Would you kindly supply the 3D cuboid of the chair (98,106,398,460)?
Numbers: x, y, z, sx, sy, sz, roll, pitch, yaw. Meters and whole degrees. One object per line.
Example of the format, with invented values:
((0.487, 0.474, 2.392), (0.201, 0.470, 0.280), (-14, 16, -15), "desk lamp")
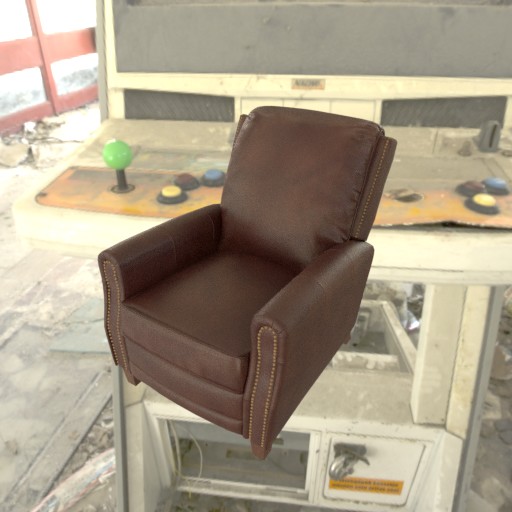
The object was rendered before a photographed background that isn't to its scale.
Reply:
((0.000, 0.000, 1.849), (0.826, 1.022, 1.089), (19, 36, 28), "chair")
